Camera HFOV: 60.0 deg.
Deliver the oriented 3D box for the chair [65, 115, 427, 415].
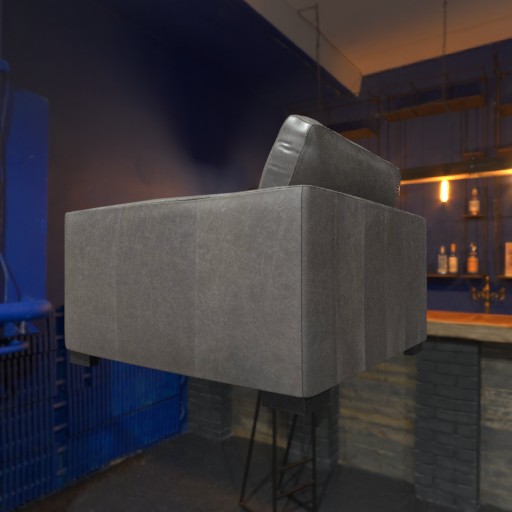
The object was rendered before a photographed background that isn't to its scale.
[{"bbox_3d":[0.000,0.000,1.803,1.080,0.807,1.106,-1,-1,36],"label":"chair"}]
